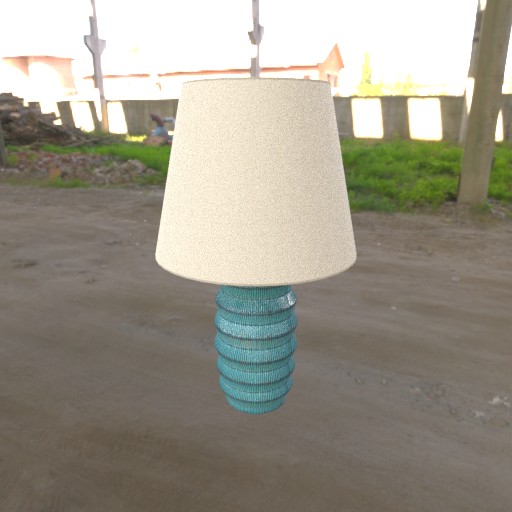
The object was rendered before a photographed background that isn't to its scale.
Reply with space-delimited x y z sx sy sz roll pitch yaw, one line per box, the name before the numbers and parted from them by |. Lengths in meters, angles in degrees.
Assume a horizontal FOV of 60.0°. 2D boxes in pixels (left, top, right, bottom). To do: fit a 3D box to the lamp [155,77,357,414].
lamp | 0.000 0.000 0.802 0.355 0.582 0.355 0 17 0
